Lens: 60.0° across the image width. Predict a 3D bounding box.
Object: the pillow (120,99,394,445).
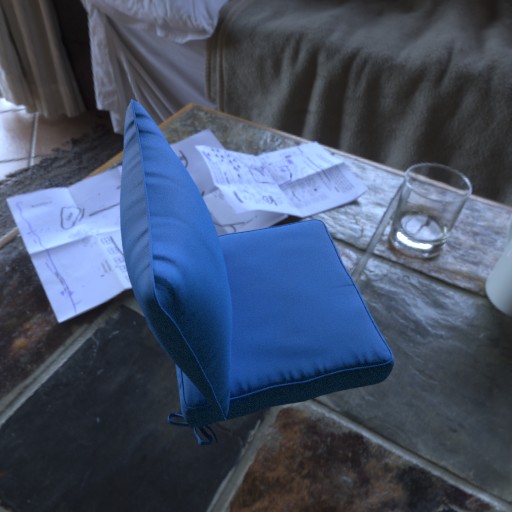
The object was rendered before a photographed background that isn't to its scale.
[{"bbox_3d":[0.000,0.000,1.354,0.733,0.725,0.798,-10,48,-9],"label":"pillow"}]
